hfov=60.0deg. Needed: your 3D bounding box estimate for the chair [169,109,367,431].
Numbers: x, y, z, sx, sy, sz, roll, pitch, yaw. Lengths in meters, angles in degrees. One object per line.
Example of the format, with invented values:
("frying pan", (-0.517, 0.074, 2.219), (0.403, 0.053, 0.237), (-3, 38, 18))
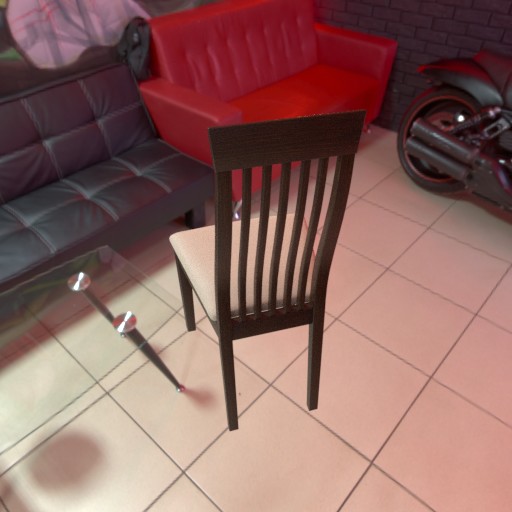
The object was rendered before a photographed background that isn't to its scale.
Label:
("chair", (0.000, 0.000, 1.277), (0.460, 1.027, 0.474), (-10, 42, -11))
